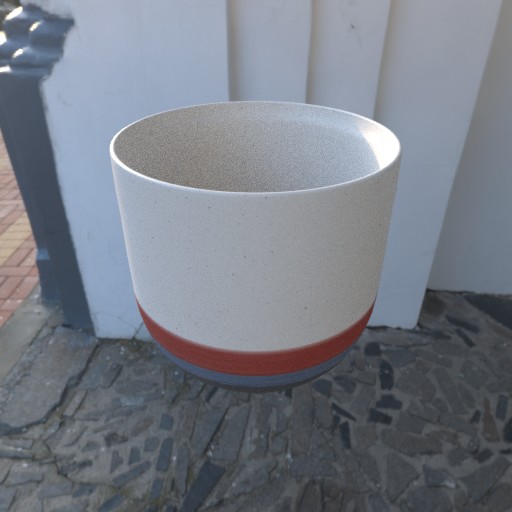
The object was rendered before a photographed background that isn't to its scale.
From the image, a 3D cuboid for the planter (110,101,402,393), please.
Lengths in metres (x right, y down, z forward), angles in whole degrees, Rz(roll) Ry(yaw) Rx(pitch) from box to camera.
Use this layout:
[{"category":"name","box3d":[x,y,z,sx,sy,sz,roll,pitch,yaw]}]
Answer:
[{"category":"planter","box3d":[0.000,0.000,0.489,0.268,0.270,0.268,0,33,0]}]
